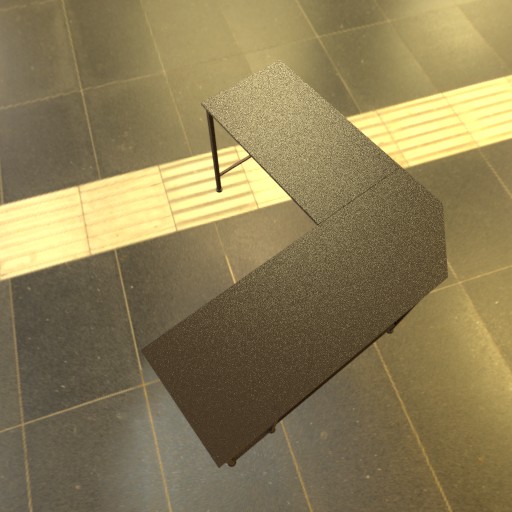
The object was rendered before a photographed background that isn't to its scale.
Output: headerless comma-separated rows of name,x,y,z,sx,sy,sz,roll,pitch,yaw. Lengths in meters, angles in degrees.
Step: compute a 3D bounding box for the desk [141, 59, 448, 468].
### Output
desk,0.000,0.000,2.229,1.379,0.739,1.379,-35,69,-16
